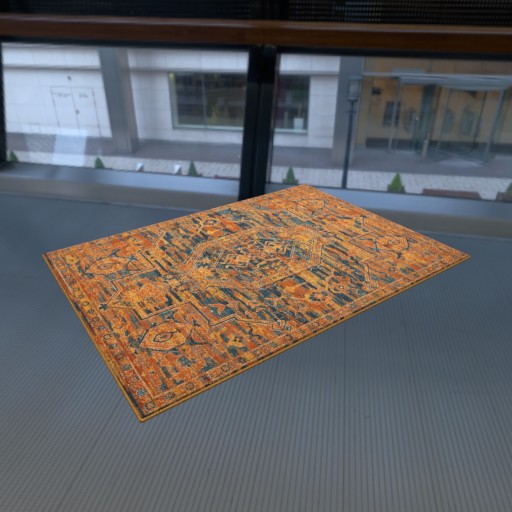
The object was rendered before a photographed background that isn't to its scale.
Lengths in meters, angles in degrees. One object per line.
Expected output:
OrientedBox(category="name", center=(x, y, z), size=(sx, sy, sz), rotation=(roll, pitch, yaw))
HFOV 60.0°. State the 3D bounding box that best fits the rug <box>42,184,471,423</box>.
OrientedBox(category="rug", center=(0.000, 0.000, 2.802), size=(2.204, 0.024, 1.588), rotation=(-19, 35, -30))
